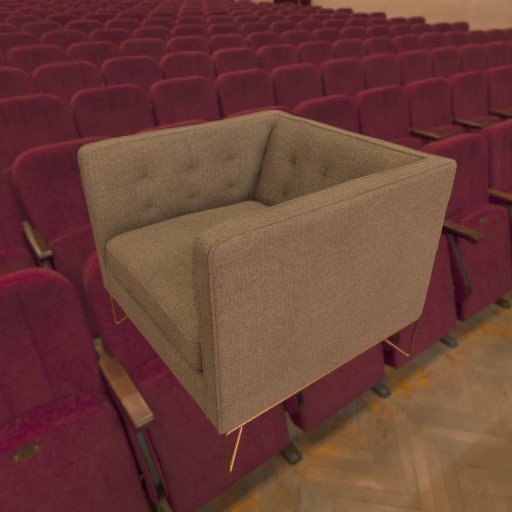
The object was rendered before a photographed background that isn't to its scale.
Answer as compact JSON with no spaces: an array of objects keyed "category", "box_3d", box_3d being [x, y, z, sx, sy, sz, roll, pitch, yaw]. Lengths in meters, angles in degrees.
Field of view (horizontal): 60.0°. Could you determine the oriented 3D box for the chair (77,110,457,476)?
[{"category":"chair","box_3d":[0.000,0.000,1.637,0.912,0.799,0.920,-20,36,-31]}]
